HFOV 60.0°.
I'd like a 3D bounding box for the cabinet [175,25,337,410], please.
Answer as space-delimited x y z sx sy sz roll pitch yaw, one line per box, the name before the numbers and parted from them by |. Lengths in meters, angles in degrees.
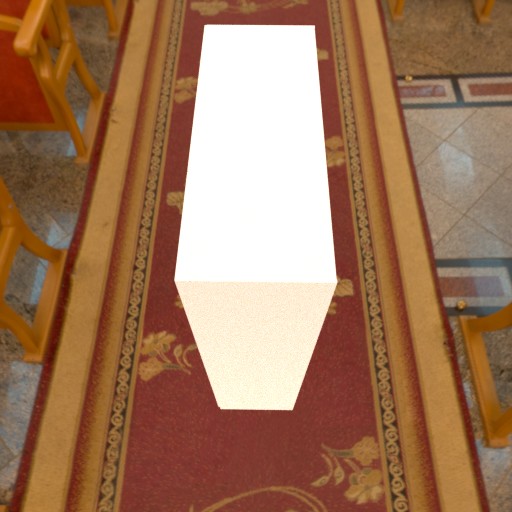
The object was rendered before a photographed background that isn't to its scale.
cabinet | 0.000 0.000 2.495 0.510 1.910 1.290 1 60 0
